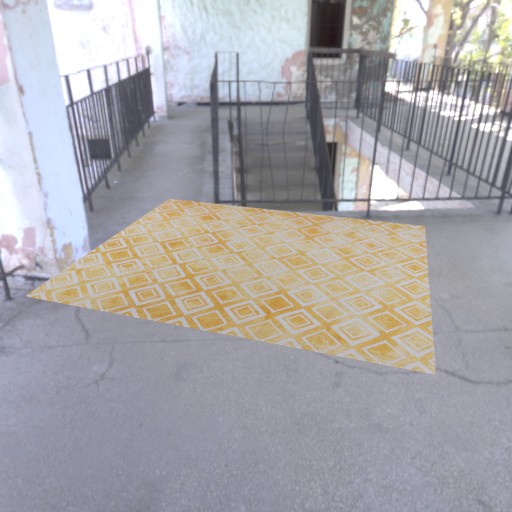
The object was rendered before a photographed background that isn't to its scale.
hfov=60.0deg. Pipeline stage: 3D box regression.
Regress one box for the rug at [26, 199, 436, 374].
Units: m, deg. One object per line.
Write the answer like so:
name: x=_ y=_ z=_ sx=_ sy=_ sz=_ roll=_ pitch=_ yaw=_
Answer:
rug: x=0.000 y=0.000 z=4.115 sx=3.037 sy=0.011 sz=2.433 roll=8 pitch=27 yaw=15
